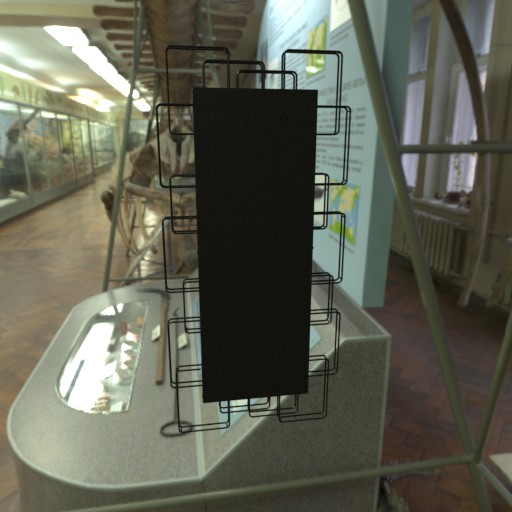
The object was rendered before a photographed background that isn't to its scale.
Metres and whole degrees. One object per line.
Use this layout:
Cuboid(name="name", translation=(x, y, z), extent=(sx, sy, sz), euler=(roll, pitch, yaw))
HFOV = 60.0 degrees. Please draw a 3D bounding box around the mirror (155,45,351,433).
Cuboid(name="mirror", translation=(0.000, 0.000, 1.385), extent=(0.565, 1.192, 0.037), euler=(-2, 15, -9))
